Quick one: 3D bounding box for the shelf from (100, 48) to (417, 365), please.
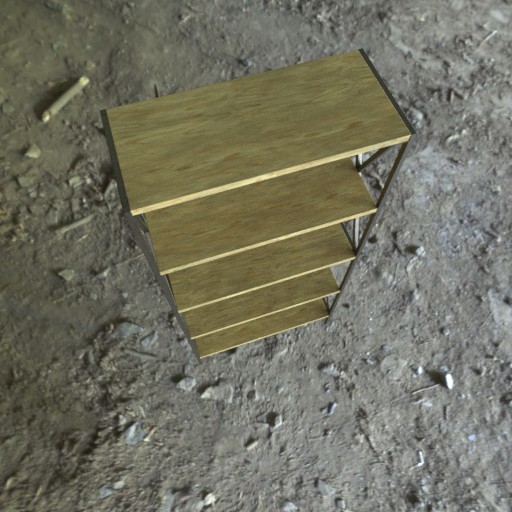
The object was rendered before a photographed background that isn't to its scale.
[{"bbox_3d":[0.000,0.000,2.133,0.874,1.803,0.386,-17,65,-8],"label":"shelf"}]
